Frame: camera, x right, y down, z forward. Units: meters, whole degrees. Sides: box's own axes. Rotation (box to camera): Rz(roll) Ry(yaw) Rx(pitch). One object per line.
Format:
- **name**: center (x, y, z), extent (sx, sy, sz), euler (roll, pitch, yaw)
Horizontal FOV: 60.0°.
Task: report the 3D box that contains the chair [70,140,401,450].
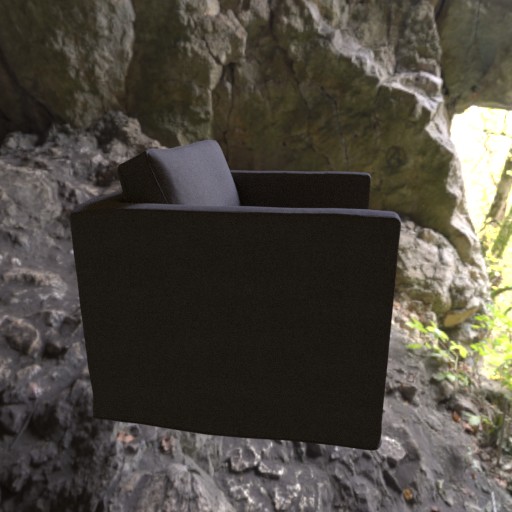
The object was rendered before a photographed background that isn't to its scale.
- **chair**: center (0.000, 0.000, 1.742), extent (0.949, 0.863, 1.057), euler (3, 17, 9)
